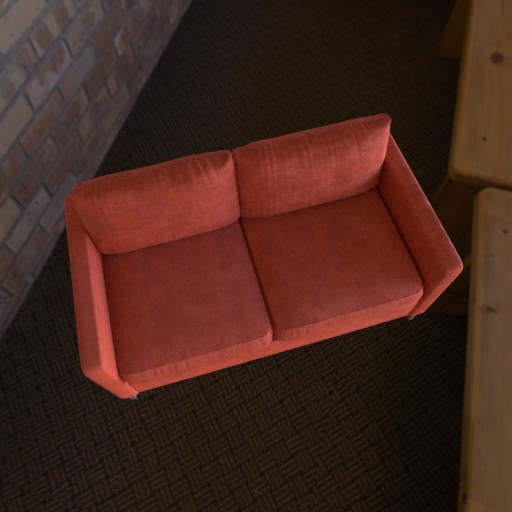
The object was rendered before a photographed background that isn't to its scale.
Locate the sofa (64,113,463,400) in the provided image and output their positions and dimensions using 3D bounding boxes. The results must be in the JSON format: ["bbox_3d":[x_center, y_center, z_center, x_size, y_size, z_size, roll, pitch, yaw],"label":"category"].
[{"bbox_3d":[0.000,0.000,2.097,1.574,0.896,0.864,-14,63,-7],"label":"sofa"}]
